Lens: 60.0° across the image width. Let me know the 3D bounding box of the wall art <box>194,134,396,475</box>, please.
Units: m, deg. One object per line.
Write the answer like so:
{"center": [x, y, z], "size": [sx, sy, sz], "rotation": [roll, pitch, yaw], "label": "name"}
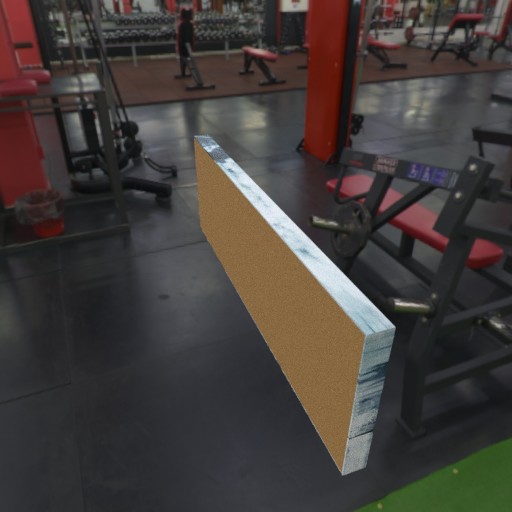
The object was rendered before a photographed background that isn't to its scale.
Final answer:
{"center": [0.000, 0.000, 0.839], "size": [0.037, 0.251, 0.759], "rotation": [-11, 33, -17], "label": "wall art"}
